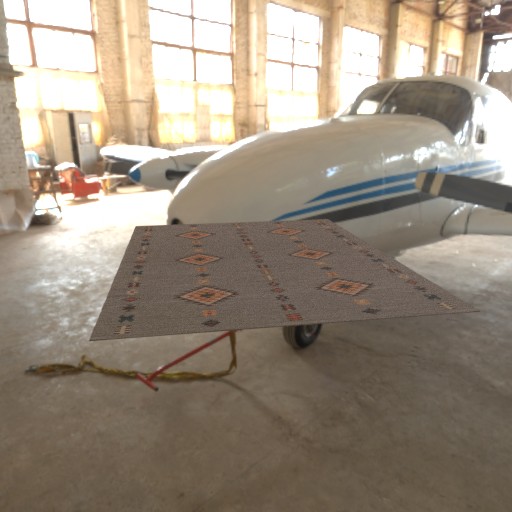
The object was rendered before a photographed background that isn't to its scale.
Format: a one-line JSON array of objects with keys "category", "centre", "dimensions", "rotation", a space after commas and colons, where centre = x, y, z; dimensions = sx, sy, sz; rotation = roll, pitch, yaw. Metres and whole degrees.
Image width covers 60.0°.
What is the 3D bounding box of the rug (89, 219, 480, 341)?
[{"category": "rug", "centre": [0.000, 0.000, 4.109], "dimensions": [2.425, 0.008, 3.035], "rotation": [-3, 16, -9]}]
